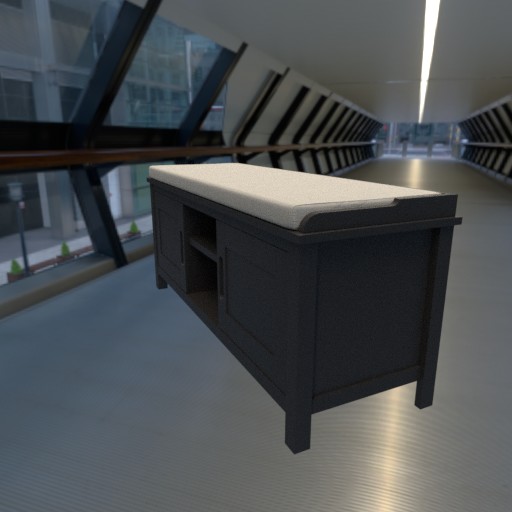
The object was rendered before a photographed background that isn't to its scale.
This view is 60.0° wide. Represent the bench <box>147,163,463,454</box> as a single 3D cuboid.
[{"bbox_3d":[0.000,0.000,1.384,0.398,0.501,1.140,-7,17,-25],"label":"bench"}]
